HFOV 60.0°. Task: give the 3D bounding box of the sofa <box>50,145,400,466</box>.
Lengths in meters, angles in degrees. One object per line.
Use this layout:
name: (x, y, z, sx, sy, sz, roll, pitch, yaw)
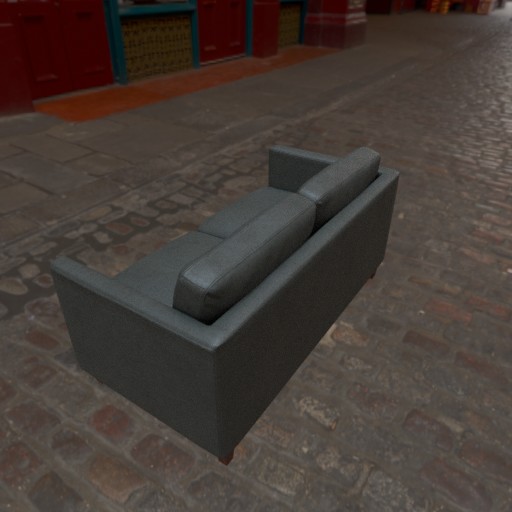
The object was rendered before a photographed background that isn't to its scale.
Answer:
sofa: (0.000, 0.000, 2.480, 0.951, 0.933, 1.883, 20, 38, 28)
